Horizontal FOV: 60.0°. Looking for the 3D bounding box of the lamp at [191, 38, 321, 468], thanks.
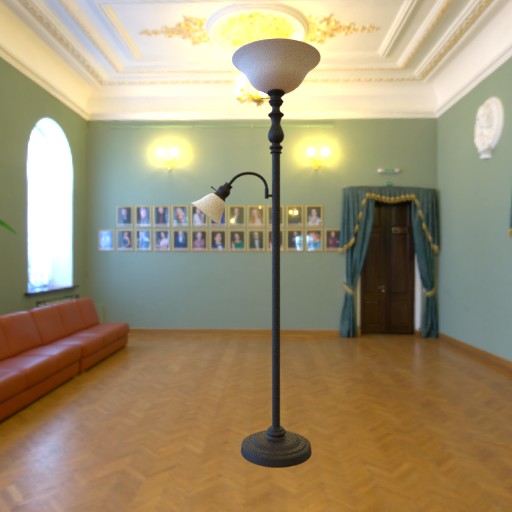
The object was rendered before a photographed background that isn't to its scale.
[{"bbox_3d":[0.000,0.000,2.021,0.588,1.793,0.405,0,0,0],"label":"lamp"}]
